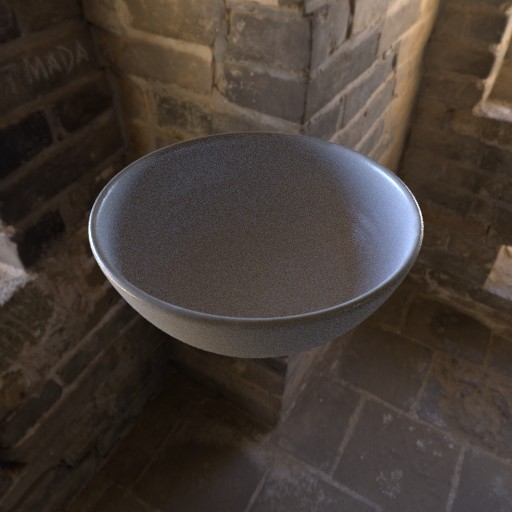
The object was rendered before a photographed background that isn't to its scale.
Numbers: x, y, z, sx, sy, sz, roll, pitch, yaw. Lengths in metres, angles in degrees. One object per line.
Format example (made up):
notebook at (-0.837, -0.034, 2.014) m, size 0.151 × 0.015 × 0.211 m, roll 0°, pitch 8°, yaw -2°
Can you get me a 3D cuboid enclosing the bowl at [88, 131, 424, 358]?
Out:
bowl at (0.000, 0.000, 0.406) m, size 0.268 × 0.121 × 0.268 m, roll 0°, pitch 40°, yaw 0°
